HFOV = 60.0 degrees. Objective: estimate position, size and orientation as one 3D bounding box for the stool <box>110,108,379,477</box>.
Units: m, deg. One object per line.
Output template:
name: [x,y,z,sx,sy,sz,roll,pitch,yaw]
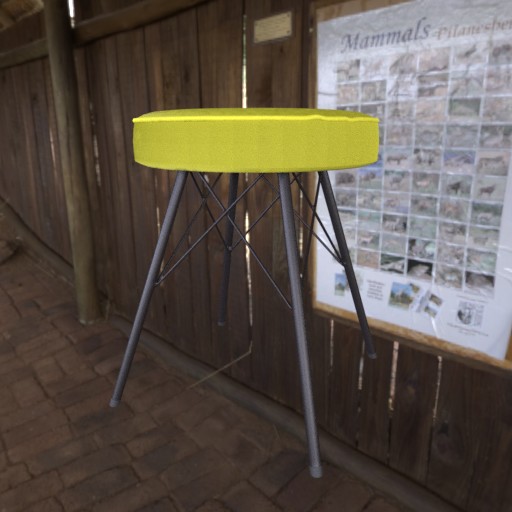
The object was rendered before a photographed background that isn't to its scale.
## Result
stool: [0.000,0.000,0.818,0.409,0.508,0.409,8,18,25]
